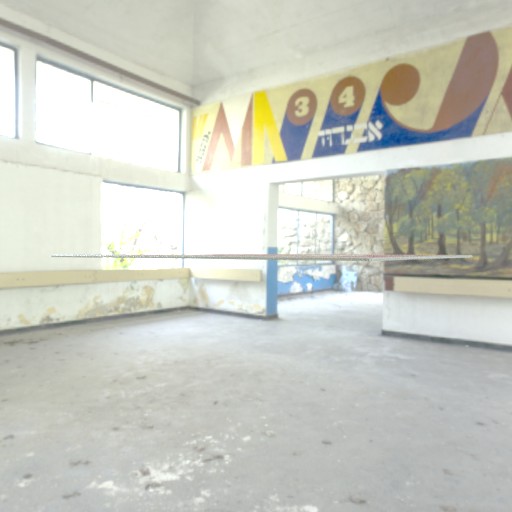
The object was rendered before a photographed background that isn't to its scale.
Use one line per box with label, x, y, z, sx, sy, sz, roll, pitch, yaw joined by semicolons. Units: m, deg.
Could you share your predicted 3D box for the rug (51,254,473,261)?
rug;0.000;0.000;2.232;1.747;0.011;1.217;0;1;38
